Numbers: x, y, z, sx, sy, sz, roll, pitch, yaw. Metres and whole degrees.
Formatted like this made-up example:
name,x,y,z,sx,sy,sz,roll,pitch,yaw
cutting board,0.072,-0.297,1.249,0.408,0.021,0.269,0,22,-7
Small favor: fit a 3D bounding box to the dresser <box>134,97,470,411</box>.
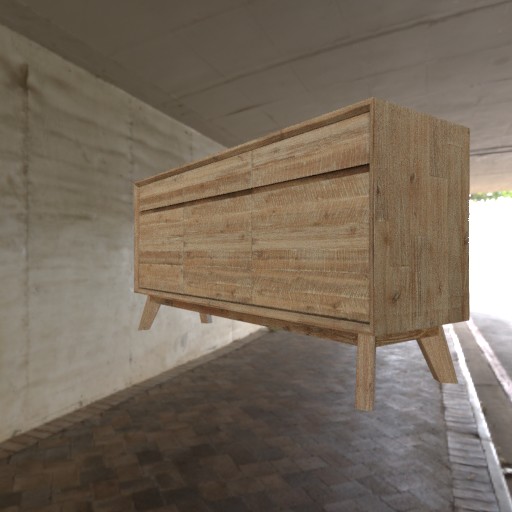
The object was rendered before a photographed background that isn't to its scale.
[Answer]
name,x,y,z,sx,sy,sz,roll,pitch,yaw
dresser,0.000,0.000,1.874,0.455,0.788,1.602,0,0,-36
